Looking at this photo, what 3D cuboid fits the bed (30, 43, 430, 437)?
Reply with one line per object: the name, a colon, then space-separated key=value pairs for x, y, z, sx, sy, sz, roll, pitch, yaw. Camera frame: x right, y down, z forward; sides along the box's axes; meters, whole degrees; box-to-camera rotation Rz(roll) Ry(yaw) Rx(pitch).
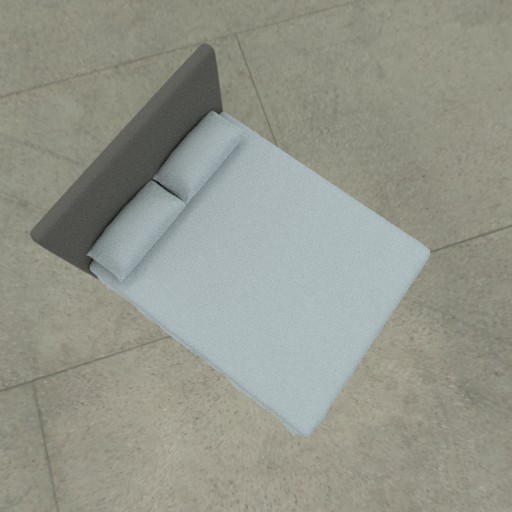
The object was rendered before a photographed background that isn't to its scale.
bed: x=0.000 y=0.000 z=3.228 sx=2.142 sy=1.330 sz=1.748 roll=36 pitch=78 yaw=9
